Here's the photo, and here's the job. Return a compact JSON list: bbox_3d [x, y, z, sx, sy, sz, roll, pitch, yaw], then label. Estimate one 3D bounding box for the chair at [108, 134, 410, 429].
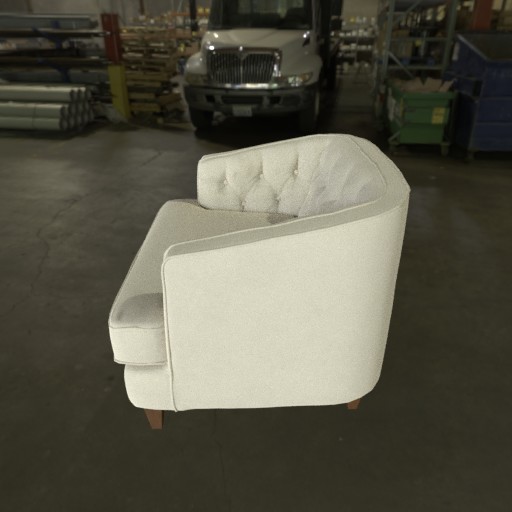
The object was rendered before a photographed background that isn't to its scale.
[{"bbox_3d":[0.000,0.000,1.802,0.941,0.852,1.104,0,27,-1],"label":"chair"}]
